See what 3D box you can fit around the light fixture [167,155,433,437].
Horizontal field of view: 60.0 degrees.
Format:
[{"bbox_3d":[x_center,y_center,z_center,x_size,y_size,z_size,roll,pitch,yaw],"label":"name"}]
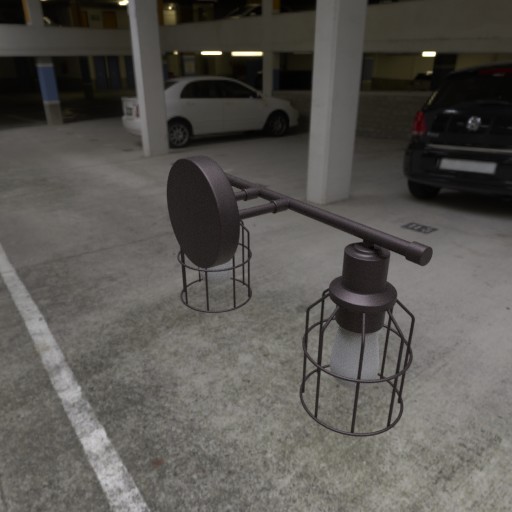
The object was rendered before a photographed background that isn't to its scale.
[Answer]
[{"bbox_3d":[0.000,0.000,0.530,0.165,0.254,0.406,-17,30,-32],"label":"light fixture"}]
